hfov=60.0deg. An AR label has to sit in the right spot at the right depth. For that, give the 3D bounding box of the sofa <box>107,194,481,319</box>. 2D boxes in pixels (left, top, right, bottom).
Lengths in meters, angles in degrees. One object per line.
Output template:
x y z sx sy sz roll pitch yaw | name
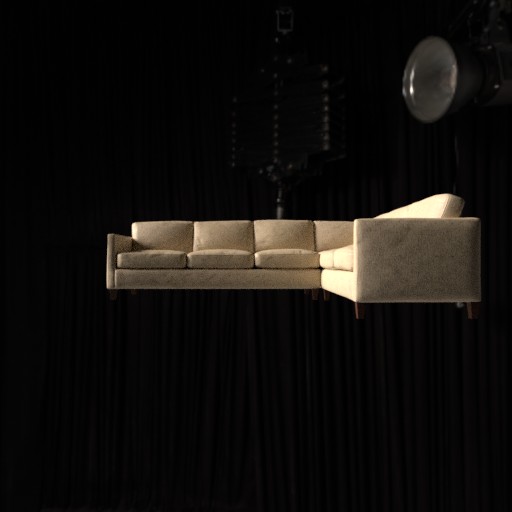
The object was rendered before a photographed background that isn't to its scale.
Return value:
0.000 0.000 4.466 3.302 0.947 2.593 0 -1 0 | sofa
